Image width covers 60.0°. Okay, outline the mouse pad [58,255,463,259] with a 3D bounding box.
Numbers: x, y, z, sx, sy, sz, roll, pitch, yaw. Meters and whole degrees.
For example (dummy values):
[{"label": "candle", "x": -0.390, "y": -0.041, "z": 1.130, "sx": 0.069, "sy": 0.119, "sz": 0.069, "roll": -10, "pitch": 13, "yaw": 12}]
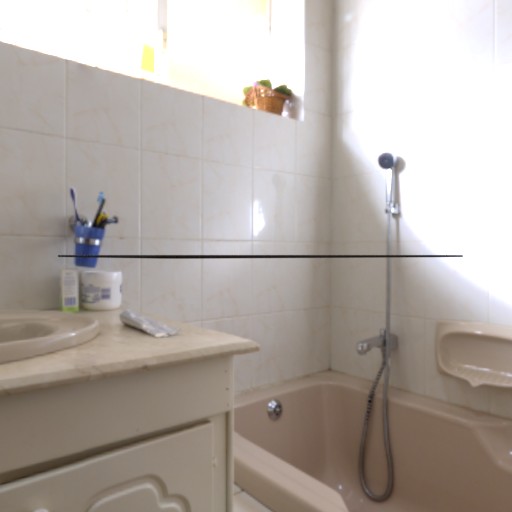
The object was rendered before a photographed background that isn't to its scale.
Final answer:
[{"label": "mouse pad", "x": 0.000, "y": 0.000, "z": 0.436, "sx": 0.315, "sy": 0.002, "sz": 0.269, "roll": 0, "pitch": 0, "yaw": -37}]
